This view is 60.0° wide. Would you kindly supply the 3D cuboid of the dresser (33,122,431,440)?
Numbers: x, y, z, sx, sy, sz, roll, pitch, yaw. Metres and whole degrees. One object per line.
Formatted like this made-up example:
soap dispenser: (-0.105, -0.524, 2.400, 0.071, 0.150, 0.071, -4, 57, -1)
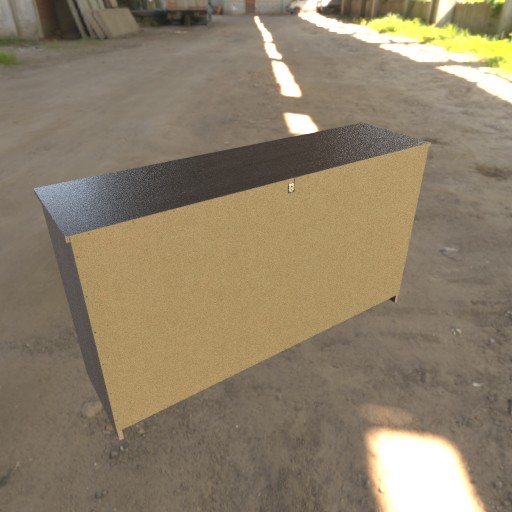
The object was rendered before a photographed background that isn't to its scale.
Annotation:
dresser: (0.000, 0.000, 1.709, 1.360, 0.755, 0.401, -19, 36, -29)
